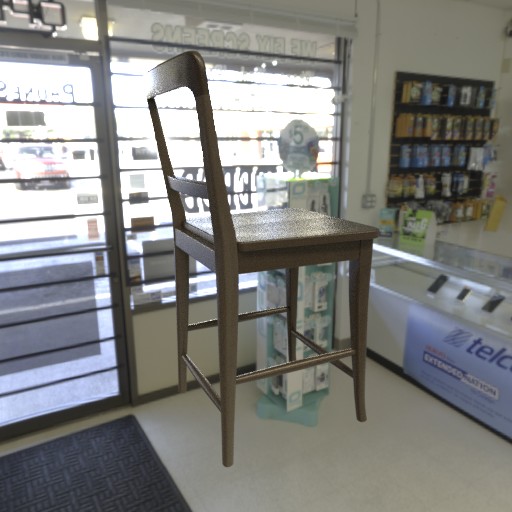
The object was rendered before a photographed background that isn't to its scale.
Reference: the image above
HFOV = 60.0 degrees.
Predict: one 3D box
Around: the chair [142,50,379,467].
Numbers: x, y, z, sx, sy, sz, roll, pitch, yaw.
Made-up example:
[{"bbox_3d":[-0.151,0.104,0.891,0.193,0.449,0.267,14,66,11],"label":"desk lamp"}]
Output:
[{"bbox_3d":[0.000,0.000,1.277,0.546,0.991,0.450,-7,16,-26],"label":"chair"}]
